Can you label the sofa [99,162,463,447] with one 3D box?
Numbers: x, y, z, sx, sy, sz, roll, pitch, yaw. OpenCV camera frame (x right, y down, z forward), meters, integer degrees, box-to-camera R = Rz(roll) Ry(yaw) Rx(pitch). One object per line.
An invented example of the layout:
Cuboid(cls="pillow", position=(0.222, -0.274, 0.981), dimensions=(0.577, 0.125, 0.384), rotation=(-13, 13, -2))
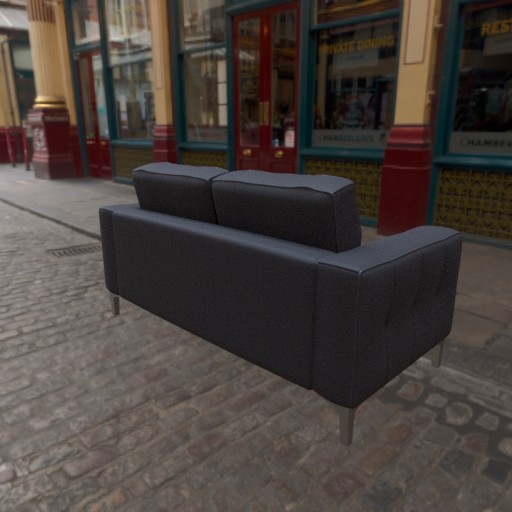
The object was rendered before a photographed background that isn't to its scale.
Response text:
Cuboid(cls="sofa", position=(0.000, 0.000, 2.228), dimensions=(1.726, 0.893, 0.833), rotation=(15, 21, 43))
